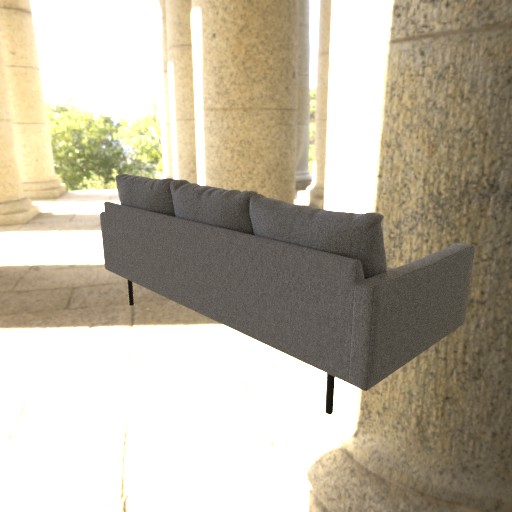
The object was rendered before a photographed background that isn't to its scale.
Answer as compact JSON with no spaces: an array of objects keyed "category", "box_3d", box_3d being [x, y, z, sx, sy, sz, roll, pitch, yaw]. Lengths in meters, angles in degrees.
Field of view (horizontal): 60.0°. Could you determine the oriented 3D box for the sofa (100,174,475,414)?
[{"category":"sofa","box_3d":[0.000,0.000,2.432,0.850,0.830,2.000,-14,21,-42]}]
